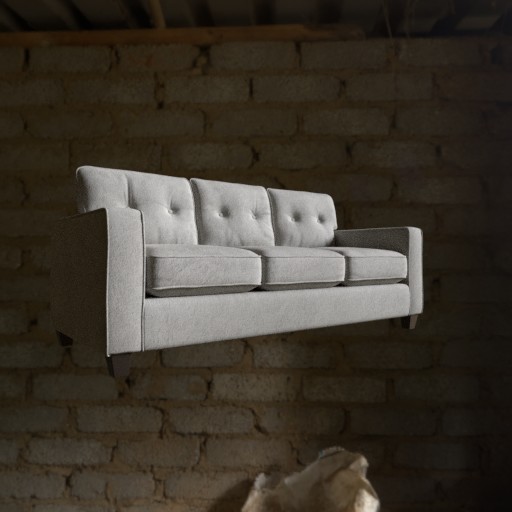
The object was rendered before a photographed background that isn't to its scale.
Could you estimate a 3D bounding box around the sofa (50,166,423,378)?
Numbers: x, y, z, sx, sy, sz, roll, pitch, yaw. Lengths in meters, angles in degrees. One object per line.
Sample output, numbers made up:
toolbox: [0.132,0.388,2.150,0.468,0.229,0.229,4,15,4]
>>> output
sofa: [0.000,0.000,2.673,2.133,0.965,0.939,0,0,-37]
